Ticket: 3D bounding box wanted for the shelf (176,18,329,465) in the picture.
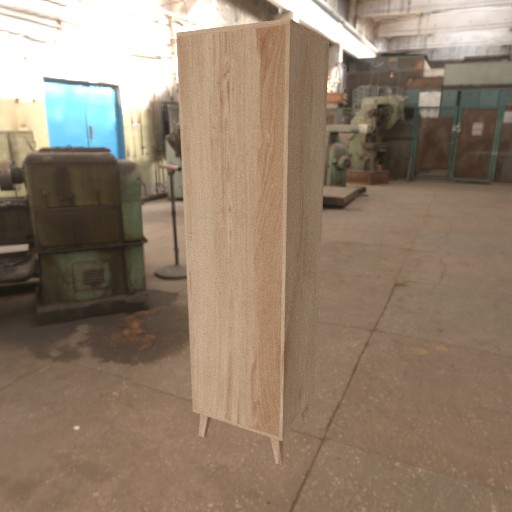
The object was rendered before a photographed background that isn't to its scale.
[{"bbox_3d":[0.000,0.000,2.170,0.510,1.960,0.450,8,18,26],"label":"shelf"}]
